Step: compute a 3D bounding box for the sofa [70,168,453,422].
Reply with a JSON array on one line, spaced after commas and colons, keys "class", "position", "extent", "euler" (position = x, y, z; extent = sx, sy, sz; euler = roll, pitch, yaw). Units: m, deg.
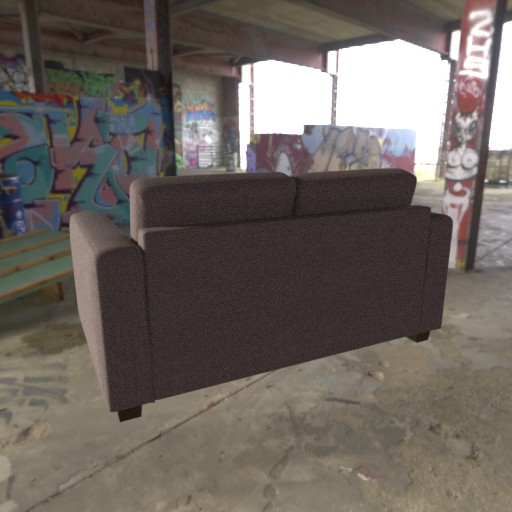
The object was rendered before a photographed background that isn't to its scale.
[{"class": "sofa", "position": [0.000, 0.000, 2.038], "extent": [1.520, 0.800, 0.900], "euler": [-7, 16, -26]}]
